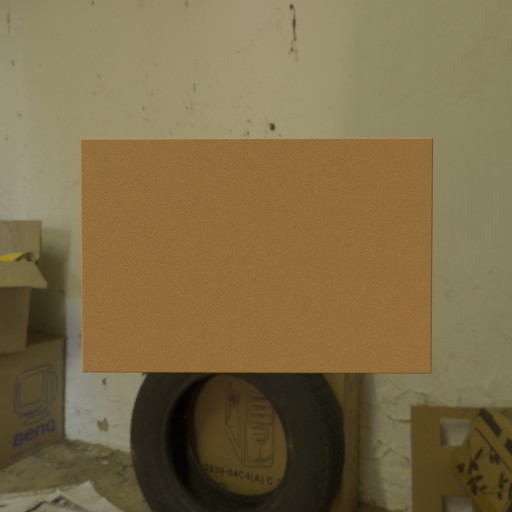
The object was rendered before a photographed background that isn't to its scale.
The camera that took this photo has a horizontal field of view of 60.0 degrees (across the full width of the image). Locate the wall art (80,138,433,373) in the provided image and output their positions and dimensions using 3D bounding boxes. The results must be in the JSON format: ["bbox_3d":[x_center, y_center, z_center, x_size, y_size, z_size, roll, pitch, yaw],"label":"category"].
[{"bbox_3d":[0.000,0.000,0.789,0.609,0.407,0.039,0,1,1],"label":"wall art"}]
